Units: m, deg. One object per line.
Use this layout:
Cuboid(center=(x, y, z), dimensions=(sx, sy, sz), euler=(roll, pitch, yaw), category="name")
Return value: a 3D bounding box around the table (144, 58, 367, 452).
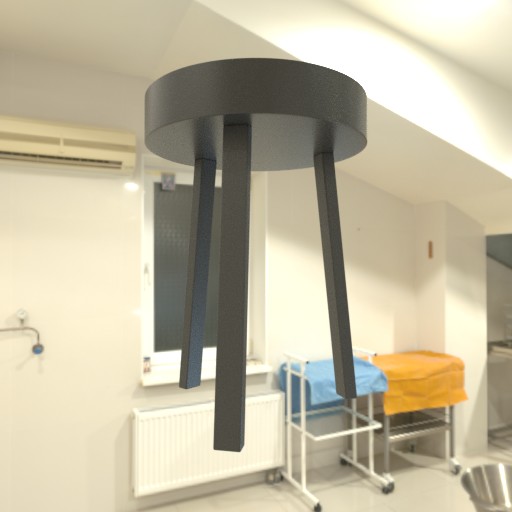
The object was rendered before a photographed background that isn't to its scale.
Cuboid(center=(0.000, 0.000, 0.830), dimensions=(0.406, 0.559, 0.406), euler=(0, -1, 0), category="table")
